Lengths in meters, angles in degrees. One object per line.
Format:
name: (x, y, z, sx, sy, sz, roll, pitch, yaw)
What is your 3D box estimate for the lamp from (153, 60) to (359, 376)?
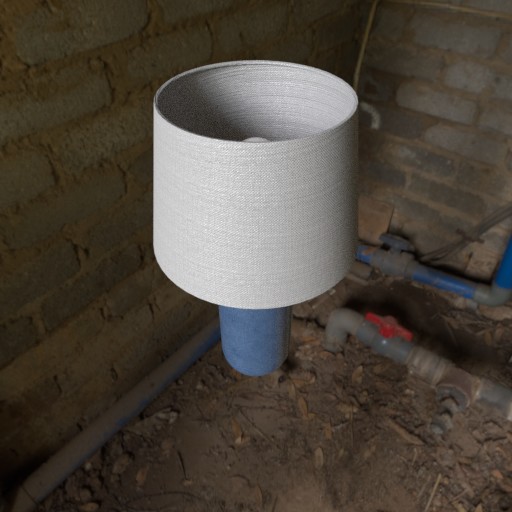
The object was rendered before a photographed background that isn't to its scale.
lamp: (0.000, 0.000, 0.581, 0.253, 0.428, 0.253, 0, 42, 0)
